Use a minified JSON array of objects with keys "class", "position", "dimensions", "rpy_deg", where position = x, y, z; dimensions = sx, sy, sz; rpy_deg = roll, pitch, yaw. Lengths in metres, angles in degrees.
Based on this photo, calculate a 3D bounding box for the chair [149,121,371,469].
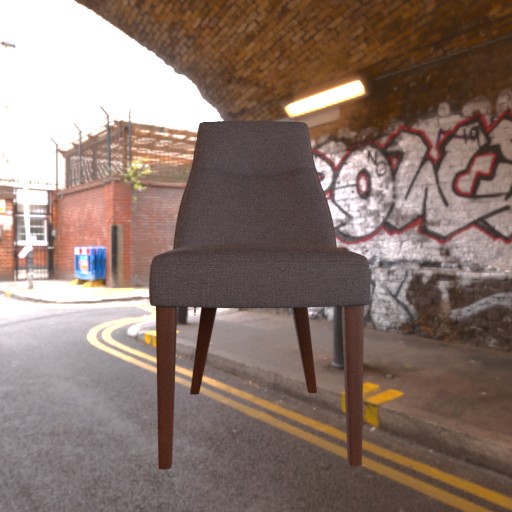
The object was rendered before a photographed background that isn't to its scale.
[{"class":"chair","position":[0.000,0.000,1.281],"dimensions":[0.500,0.930,0.620],"rpy_deg":[0,1,-2]}]
